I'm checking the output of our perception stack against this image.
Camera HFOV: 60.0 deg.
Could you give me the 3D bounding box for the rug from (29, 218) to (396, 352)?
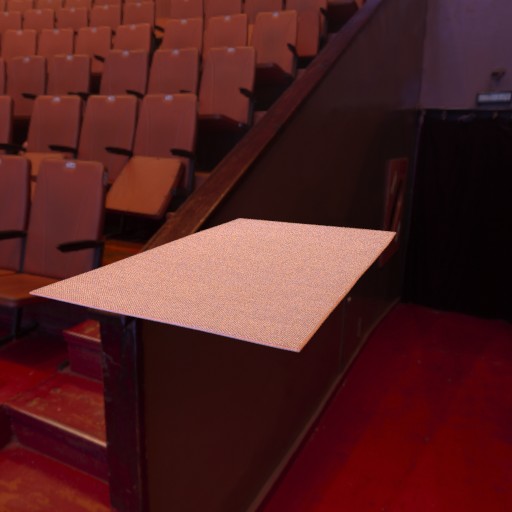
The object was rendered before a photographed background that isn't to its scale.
[{"bbox_3d":[0.000,0.000,2.148,1.078,0.013,1.678,7,17,25],"label":"rug"}]
